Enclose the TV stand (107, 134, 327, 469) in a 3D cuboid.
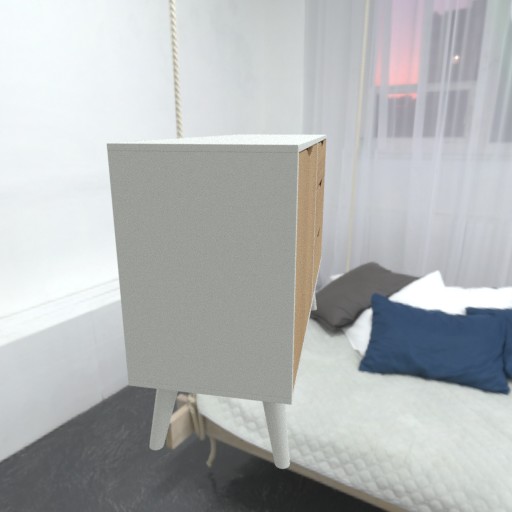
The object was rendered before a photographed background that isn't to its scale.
[{"bbox_3d":[0.000,0.000,1.572,0.406,0.812,1.193,3,17,11],"label":"TV stand"}]
